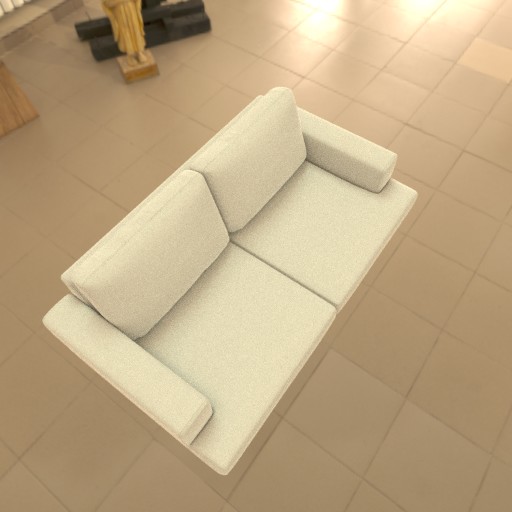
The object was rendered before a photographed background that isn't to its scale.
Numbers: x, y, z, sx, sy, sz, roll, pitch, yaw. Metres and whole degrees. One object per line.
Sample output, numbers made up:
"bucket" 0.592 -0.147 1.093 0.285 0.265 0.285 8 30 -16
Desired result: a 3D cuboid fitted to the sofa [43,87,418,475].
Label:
"sofa" 0.000 0.000 2.086 0.920 0.810 1.650 32 63 18
